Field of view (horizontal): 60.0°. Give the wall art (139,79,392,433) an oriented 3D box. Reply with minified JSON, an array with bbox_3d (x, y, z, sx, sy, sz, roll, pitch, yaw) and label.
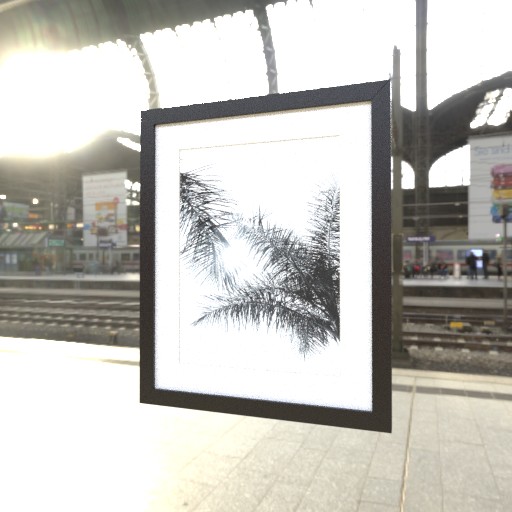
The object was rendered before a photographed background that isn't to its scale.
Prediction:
[{"bbox_3d":[0.000,0.000,0.783,0.457,0.557,0.028,0,-1,19],"label":"wall art"}]
